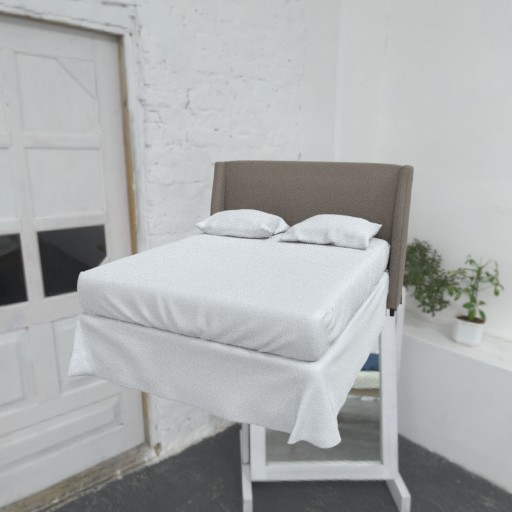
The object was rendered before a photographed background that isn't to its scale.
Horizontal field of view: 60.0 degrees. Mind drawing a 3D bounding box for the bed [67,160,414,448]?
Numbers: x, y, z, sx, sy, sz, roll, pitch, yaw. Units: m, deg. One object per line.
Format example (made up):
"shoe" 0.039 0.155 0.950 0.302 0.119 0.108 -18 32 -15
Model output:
"bed" 0.000 0.000 3.370 1.925 1.332 2.276 7 16 25
